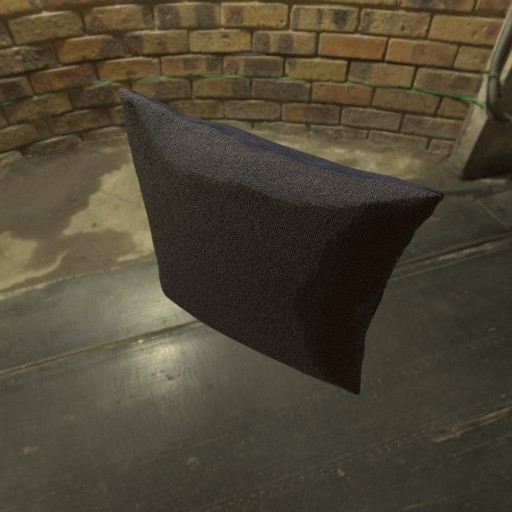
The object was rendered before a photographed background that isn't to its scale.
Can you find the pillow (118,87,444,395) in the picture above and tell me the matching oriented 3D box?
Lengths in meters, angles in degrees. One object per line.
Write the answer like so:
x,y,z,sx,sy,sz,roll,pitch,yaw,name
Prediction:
0.000,0.000,0.686,0.452,0.439,0.204,25,51,22,pillow
